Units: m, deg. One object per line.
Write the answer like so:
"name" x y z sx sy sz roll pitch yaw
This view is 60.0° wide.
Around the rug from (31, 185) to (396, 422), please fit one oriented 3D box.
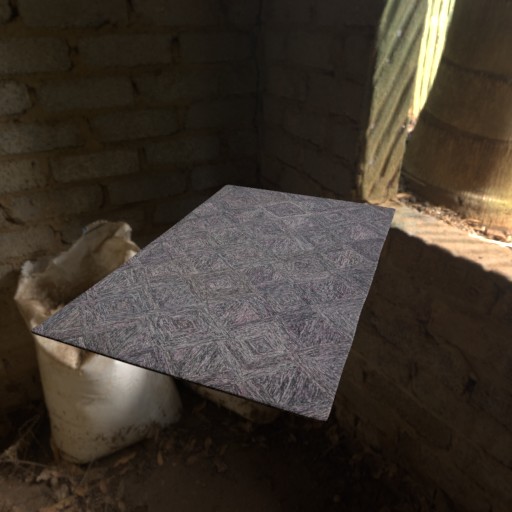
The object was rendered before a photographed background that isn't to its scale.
"rug" 0.000 0.000 2.204 1.158 0.013 1.752 11 31 19
